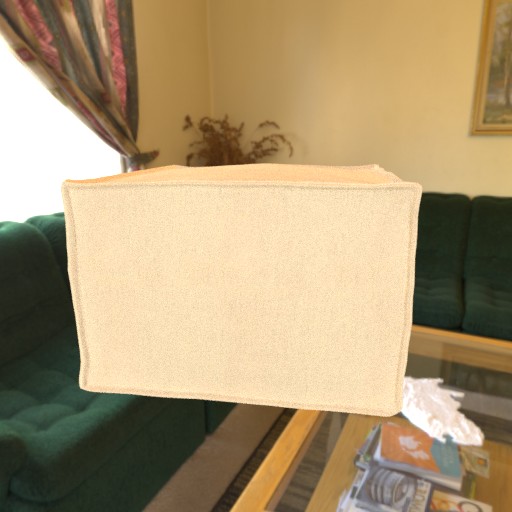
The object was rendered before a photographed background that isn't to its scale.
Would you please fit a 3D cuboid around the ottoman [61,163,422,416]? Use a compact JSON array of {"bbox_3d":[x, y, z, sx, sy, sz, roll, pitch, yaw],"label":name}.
[{"bbox_3d":[0.000,0.000,1.165,0.707,0.470,0.696,2,15,8],"label":"ottoman"}]
